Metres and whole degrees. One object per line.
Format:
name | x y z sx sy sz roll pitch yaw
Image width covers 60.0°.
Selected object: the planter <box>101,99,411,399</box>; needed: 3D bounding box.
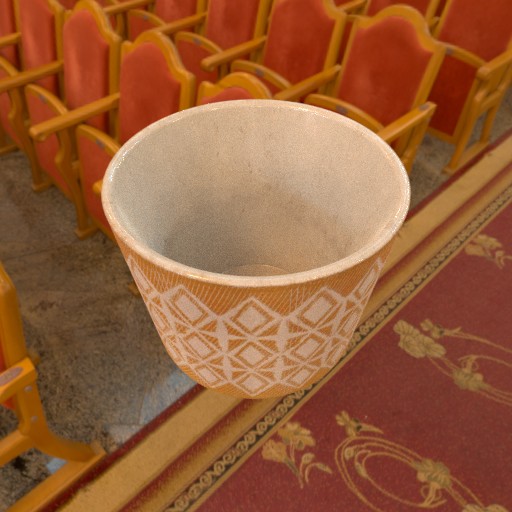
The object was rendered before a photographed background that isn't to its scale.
planter | 0.000 0.000 0.223 0.126 0.104 0.126 0 46 0
